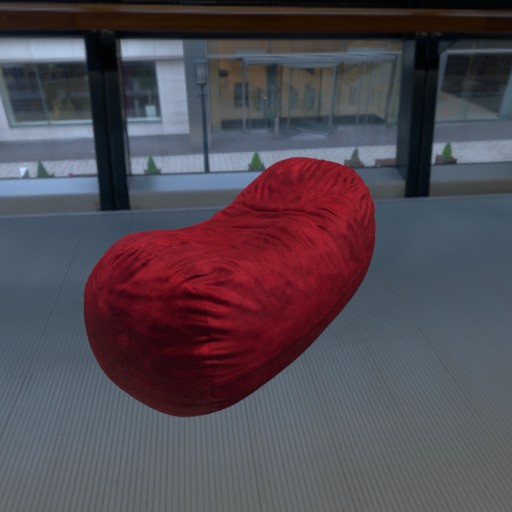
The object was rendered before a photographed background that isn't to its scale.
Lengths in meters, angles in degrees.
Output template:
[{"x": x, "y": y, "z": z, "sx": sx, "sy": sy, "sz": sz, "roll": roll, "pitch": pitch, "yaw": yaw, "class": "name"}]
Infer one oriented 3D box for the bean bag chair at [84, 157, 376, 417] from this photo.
[{"x": 0.000, "y": 0.000, "z": 2.889, "sx": 1.216, "sy": 0.867, "sz": 2.293, "roll": 21, "pitch": 37, "yaw": 30, "class": "bean bag chair"}]
